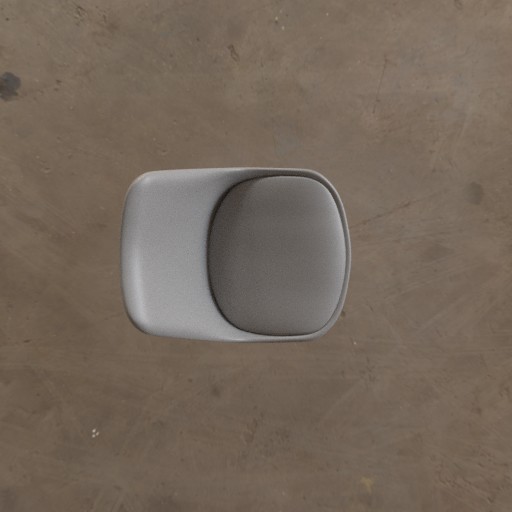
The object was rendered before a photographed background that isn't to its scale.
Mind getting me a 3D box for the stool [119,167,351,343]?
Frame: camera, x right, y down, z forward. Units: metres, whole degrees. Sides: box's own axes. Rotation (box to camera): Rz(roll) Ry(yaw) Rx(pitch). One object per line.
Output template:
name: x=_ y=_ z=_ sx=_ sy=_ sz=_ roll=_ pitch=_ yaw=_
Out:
stool: x=0.000 y=0.000 z=1.430 sx=0.550 sy=1.115 sz=0.485 roll=0 pitch=89 yaw=0
